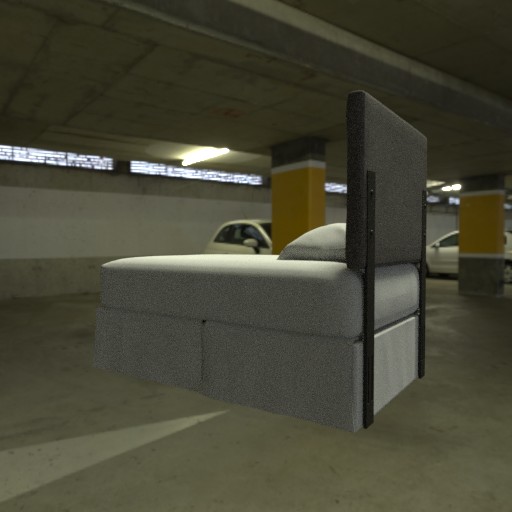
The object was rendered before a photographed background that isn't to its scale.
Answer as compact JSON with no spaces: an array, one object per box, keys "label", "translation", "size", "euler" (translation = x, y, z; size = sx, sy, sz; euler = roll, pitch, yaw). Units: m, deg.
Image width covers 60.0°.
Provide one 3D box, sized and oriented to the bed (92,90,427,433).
[{"label":"bed","translation":[0.000,0.000,3.037],"size":[1.997,1.571,1.261],"euler":[1,2,35]}]
